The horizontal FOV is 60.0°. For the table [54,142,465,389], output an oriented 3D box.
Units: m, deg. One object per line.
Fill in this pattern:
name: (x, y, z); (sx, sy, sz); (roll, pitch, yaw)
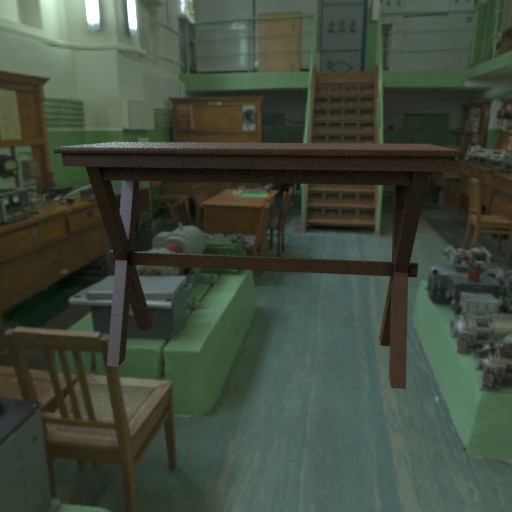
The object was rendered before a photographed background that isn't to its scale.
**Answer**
table: (0.000, 0.000, 1.575); (1.197, 0.763, 0.399); (2, 17, 8)
